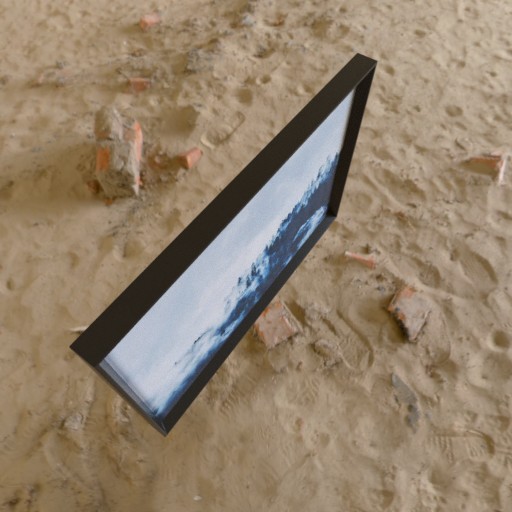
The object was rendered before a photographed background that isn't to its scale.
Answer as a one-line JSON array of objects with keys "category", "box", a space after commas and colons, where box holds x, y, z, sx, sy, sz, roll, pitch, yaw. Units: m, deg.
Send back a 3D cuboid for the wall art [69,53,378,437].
[{"category": "wall art", "box": [0.000, 0.000, 1.167, 0.058, 0.640, 0.939, 32, 64, 18]}]
